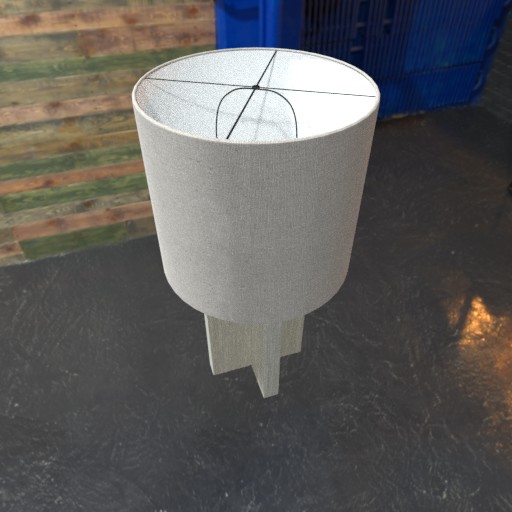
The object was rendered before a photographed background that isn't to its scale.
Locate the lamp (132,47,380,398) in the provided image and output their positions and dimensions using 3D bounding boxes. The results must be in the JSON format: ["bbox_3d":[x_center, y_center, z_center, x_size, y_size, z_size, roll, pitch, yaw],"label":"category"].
[{"bbox_3d":[0.000,0.000,0.557,0.229,0.428,0.229,-12,43,-13],"label":"lamp"}]
